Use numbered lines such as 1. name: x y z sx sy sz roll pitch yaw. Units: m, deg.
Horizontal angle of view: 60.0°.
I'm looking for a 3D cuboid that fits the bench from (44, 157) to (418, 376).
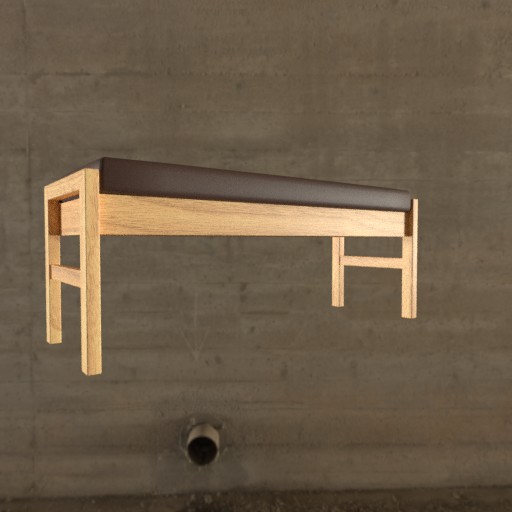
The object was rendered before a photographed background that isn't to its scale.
1. bench: 0.000 0.000 1.462 1.200 0.480 0.405 -2 3 -36
